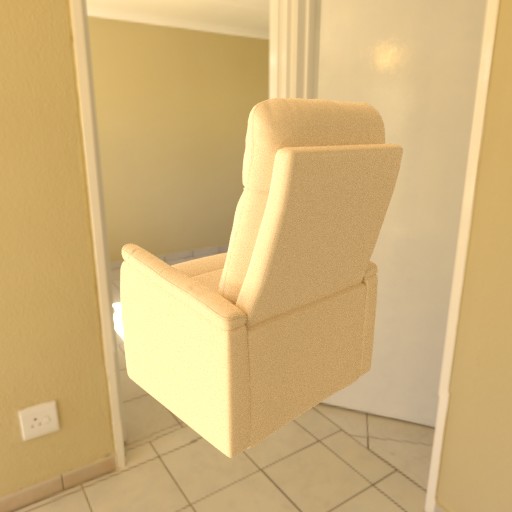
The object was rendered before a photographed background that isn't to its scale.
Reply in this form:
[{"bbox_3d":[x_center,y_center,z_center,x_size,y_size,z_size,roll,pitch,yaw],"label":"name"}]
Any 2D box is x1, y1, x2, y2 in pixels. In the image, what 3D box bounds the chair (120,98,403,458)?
[{"bbox_3d":[0.000,0.000,1.653,0.775,1.082,0.831,-14,21,-41],"label":"chair"}]
